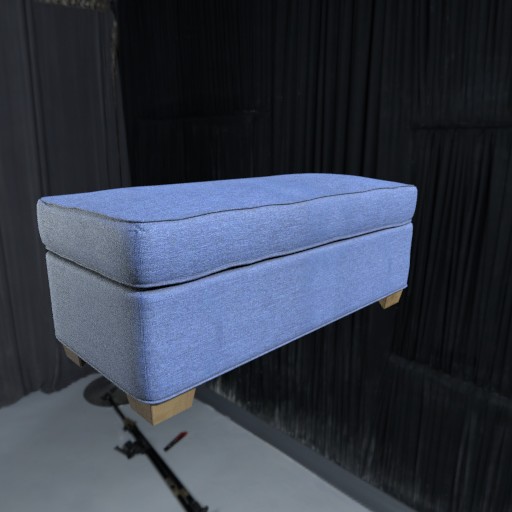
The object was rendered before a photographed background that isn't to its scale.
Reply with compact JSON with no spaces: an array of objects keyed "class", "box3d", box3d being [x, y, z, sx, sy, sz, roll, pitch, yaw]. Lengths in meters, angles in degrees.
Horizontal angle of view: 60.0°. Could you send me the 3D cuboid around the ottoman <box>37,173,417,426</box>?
[{"class":"ottoman","box3d":[0.000,0.000,1.370,1.110,0.460,0.515,-14,20,-43]}]
